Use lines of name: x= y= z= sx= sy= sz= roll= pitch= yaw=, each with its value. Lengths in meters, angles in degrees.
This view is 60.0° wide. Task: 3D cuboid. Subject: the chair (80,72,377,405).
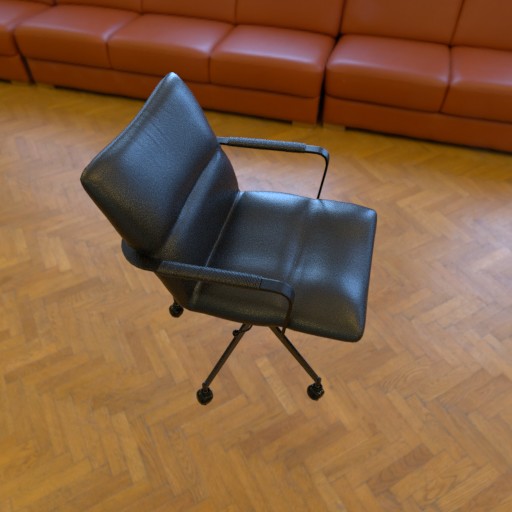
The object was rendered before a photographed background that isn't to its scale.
chair: x=0.000 y=0.000 z=1.475 sx=0.748 sy=0.922 sz=0.719 roll=11 pitch=48 yaw=10
